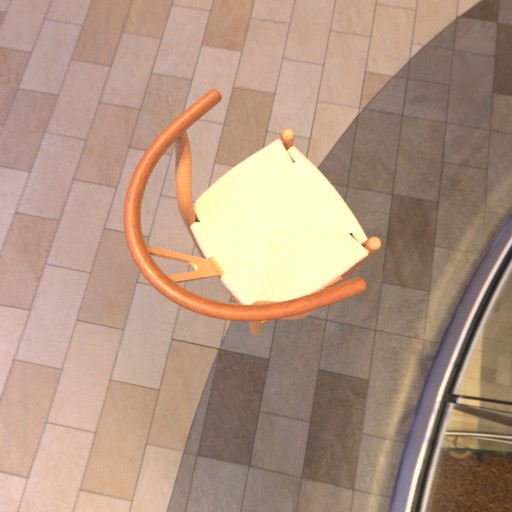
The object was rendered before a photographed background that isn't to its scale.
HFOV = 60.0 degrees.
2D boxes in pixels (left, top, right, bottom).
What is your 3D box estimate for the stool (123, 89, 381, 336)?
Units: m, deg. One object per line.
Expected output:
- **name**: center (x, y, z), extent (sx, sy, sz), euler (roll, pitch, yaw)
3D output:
- **stool**: center (0.000, 0.000, 1.411), extent (0.561, 1.068, 0.574), euler (-34, 78, -8)
